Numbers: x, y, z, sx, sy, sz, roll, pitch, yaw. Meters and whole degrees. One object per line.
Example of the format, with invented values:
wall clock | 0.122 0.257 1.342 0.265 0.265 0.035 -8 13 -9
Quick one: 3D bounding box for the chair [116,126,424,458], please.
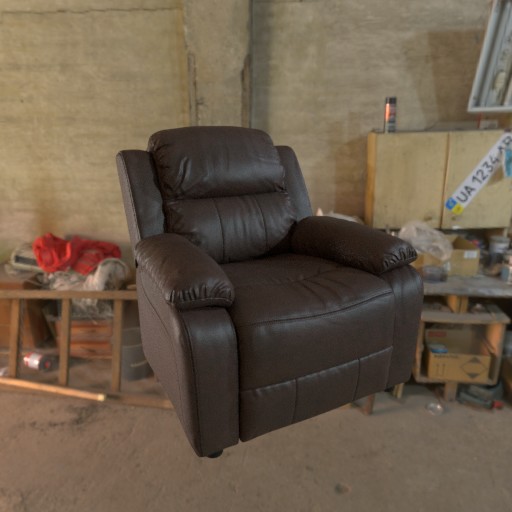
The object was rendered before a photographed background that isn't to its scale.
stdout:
chair | 0.000 0.000 1.252 0.680 0.702 0.707 -9 19 -27
